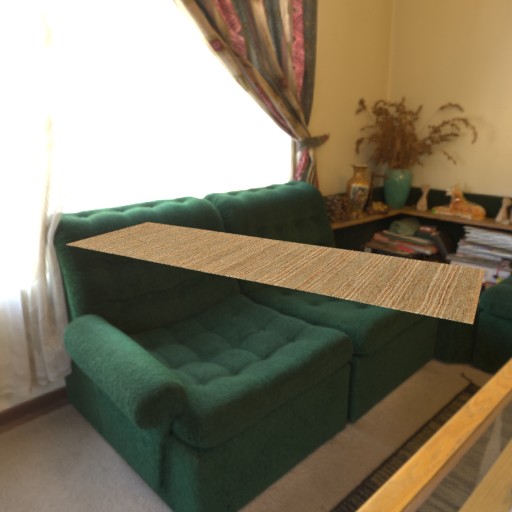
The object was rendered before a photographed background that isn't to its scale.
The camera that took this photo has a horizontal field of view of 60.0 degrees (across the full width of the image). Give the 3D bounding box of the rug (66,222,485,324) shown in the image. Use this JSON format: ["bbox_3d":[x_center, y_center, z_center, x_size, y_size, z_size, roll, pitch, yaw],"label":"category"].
[{"bbox_3d":[0.000,0.000,2.675,2.438,0.006,0.783,9,19,28],"label":"rug"}]
